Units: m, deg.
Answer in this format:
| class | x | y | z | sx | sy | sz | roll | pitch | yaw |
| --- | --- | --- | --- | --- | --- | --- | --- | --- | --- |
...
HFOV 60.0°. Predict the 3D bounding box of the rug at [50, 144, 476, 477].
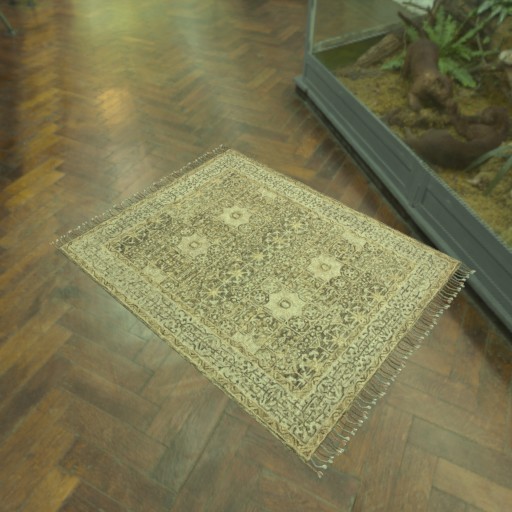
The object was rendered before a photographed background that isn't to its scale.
| class | x | y | z | sx | sy | sz | roll | pitch | yaw |
| --- | --- | --- | --- | --- | --- | --- | --- | --- | --- |
| rug | 0.000 | 0.000 | 4.221 | 3.291 | 0.017 | 2.431 | 32 | 54 | 28 |
